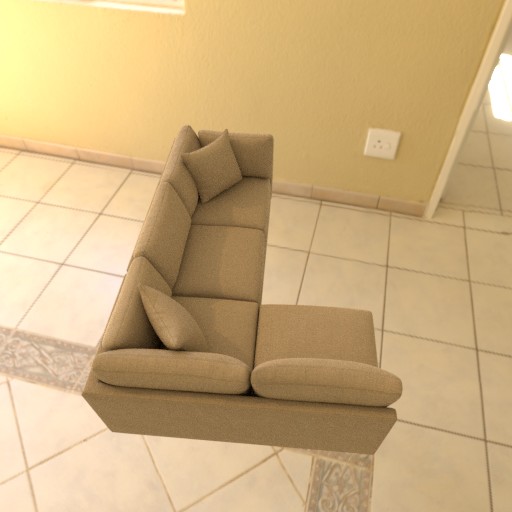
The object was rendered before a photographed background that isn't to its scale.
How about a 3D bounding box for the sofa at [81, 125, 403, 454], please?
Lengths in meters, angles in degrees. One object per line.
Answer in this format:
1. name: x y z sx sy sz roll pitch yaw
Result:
1. sofa: 0.000 0.000 3.849 1.994 0.978 2.896 4 48 3
